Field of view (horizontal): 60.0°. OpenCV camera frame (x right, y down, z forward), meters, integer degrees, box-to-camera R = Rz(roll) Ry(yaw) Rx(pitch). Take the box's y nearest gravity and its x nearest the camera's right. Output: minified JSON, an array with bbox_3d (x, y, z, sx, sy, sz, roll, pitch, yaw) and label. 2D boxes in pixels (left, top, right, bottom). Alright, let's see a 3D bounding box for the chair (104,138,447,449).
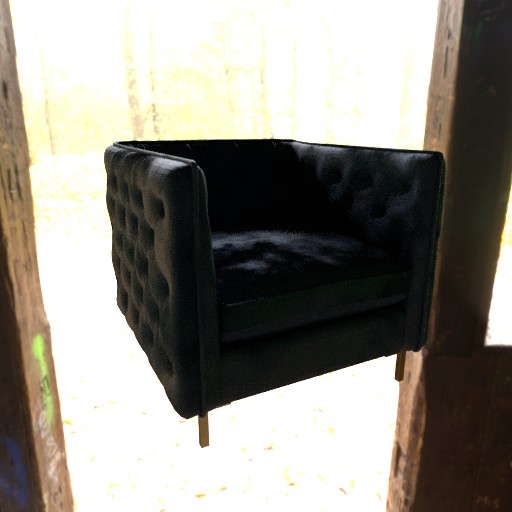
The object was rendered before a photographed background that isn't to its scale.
[{"bbox_3d":[0.000,0.000,1.552,0.868,0.771,0.877,-8,18,-26],"label":"chair"}]
